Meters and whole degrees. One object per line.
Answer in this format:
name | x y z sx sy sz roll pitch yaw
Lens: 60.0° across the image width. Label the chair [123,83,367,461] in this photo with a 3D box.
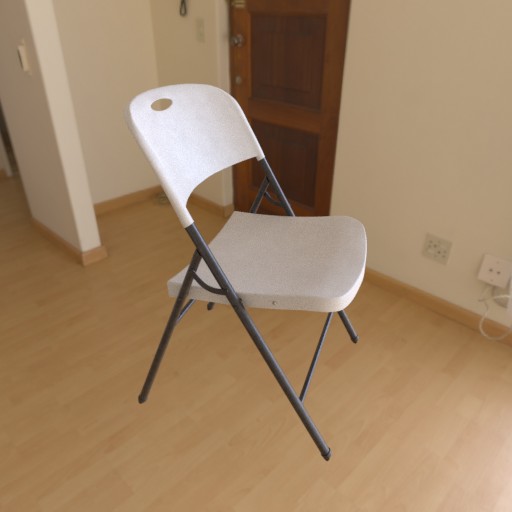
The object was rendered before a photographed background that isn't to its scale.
chair | 0.000 0.000 1.181 0.566 0.810 0.494 10 32 17
